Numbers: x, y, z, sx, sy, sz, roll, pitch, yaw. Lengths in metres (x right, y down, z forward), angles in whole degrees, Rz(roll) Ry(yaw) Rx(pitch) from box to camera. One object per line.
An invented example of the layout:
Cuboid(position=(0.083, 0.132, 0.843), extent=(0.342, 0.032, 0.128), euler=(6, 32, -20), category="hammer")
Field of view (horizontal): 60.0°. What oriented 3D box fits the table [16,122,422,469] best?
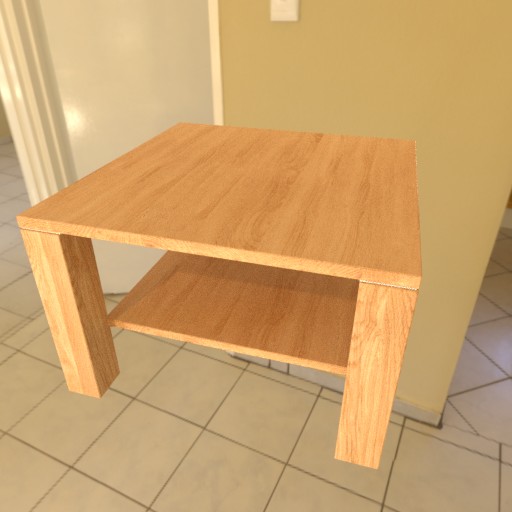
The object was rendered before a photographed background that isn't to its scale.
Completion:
Cuboid(position=(0.000, 0.000, 1.118), extent=(0.700, 0.450, 0.700), euler=(9, 32, 14), category="table")
